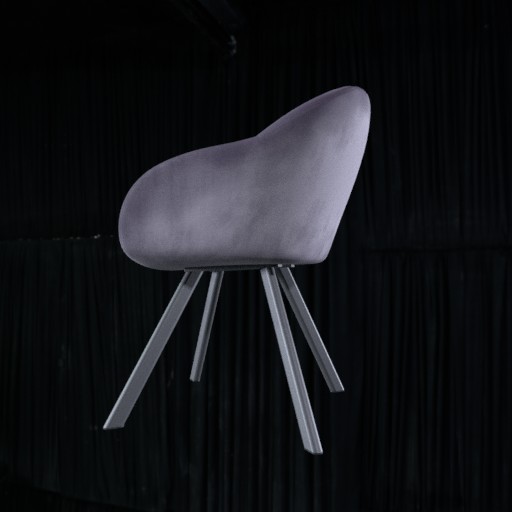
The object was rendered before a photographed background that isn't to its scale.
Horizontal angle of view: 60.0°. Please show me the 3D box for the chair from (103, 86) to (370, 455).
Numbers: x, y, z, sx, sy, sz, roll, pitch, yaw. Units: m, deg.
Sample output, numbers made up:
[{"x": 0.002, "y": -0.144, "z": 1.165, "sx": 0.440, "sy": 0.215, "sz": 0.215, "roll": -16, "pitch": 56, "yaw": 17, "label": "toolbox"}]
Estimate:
[{"x": 0.000, "y": 0.000, "z": 1.170, "sx": 0.590, "sy": 0.795, "sz": 0.550, "roll": 0, "pitch": -2, "yaw": 16, "label": "chair"}]
